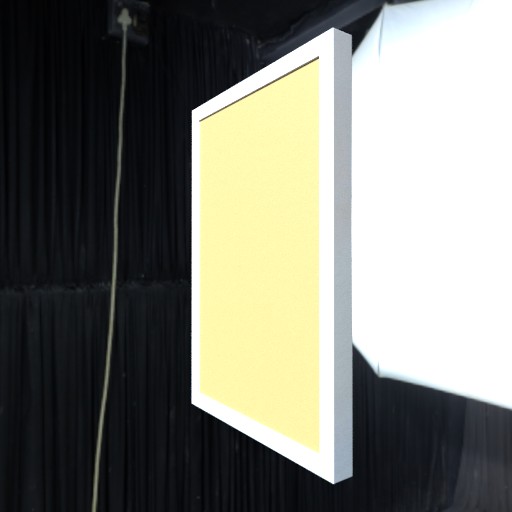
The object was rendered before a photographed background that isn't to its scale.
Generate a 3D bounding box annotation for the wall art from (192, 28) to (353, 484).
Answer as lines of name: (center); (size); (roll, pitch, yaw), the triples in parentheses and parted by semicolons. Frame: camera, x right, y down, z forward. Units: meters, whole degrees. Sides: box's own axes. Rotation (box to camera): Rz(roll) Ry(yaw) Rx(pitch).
wall art: (0.000, 0.000, 0.770); (0.038, 0.611, 0.408); (0, -1, -35)
